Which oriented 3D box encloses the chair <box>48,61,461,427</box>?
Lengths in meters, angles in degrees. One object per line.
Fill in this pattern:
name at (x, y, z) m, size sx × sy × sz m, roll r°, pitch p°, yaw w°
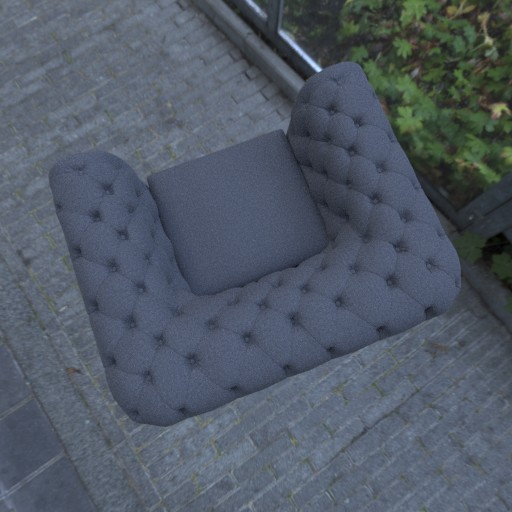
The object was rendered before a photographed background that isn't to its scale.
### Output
chair at (0.000, 0.000, 1.821) m, size 1.270 × 0.770 × 0.976 m, roll -21°, pitch 77°, yaw -5°
